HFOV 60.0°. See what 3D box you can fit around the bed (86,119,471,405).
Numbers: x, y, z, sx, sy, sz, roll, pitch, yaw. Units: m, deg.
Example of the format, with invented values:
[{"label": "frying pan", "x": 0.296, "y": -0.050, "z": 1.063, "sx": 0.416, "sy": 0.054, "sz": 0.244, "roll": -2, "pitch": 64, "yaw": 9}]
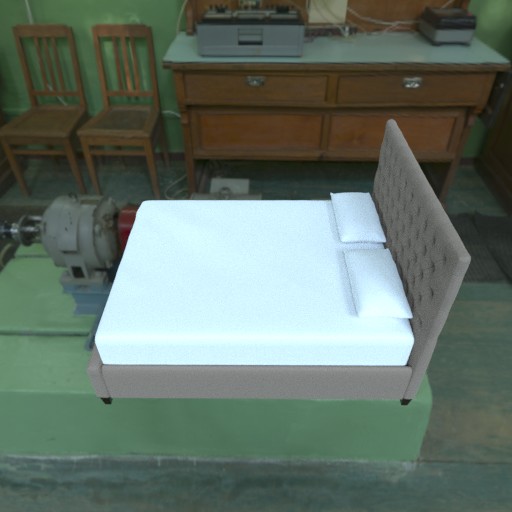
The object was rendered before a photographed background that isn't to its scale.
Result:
[{"label": "bed", "x": 0.000, "y": 0.000, "z": 3.337, "sx": 2.233, "sy": 1.426, "sz": 1.696, "roll": 0, "pitch": 41, "yaw": 0}]
